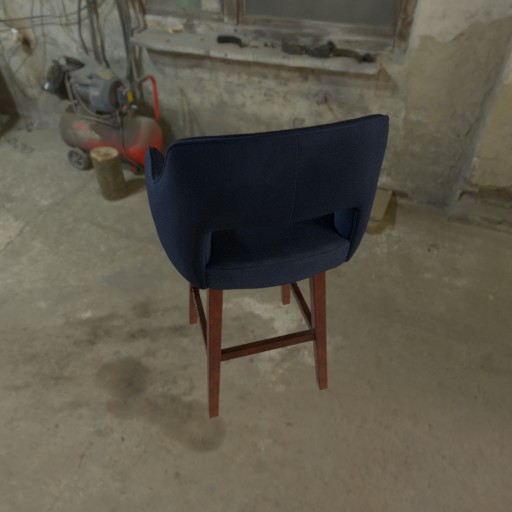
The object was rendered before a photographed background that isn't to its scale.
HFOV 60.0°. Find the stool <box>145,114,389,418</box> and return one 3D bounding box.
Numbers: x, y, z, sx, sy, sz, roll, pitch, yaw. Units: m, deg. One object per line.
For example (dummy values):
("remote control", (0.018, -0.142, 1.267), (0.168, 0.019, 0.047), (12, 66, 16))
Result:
("stool", (0.000, 0.000, 1.309), (0.550, 1.041, 0.560), (-10, 43, -11))
